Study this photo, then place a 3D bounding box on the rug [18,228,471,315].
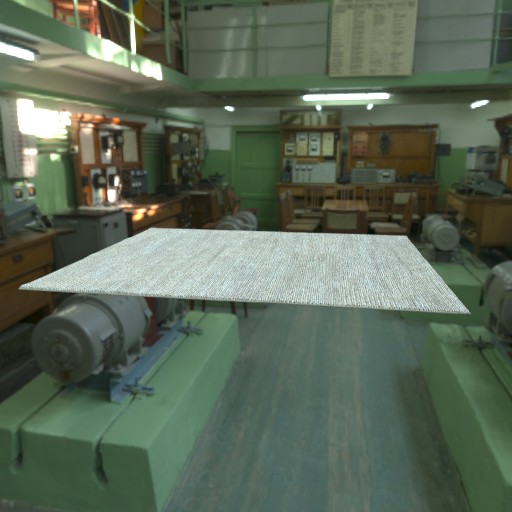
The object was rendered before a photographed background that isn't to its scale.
[{"bbox_3d":[0.000,0.000,4.082,3.052,0.030,2.429,2,14,9],"label":"rug"}]
